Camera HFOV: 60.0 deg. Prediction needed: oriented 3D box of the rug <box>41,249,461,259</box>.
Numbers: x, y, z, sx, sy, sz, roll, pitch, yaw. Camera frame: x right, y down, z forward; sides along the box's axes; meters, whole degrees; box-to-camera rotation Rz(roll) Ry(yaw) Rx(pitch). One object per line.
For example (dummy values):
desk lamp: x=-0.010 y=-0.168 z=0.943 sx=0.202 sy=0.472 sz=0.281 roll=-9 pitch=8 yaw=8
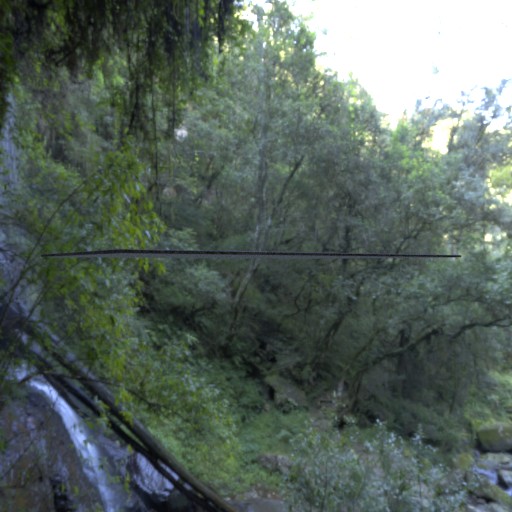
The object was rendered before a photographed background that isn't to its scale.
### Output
rug: x=0.000 y=0.000 z=2.192 sx=1.752 sy=0.013 sz=1.158 roll=1 pitch=-1 yaw=-36
